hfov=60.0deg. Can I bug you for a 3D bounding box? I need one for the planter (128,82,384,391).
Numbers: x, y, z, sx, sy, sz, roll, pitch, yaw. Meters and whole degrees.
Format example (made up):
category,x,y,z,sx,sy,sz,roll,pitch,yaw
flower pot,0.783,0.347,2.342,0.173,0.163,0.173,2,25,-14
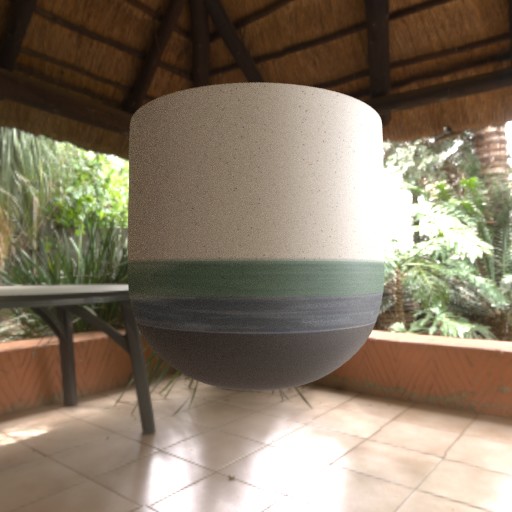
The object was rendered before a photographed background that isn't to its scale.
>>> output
category,x,y,z,sx,sy,sz,roll,pitch,yaw
planter,0.000,0.000,0.482,0.268,0.270,0.268,0,-2,0
